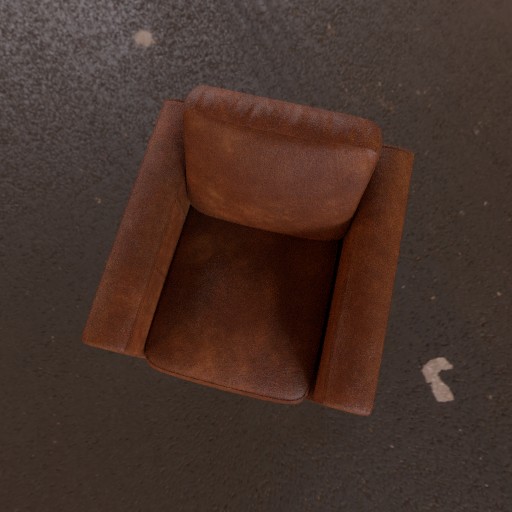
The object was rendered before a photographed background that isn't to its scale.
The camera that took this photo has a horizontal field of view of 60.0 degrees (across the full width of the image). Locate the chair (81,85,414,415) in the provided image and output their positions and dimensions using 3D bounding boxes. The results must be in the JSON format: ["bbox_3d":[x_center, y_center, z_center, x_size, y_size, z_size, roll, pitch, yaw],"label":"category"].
[{"bbox_3d":[0.000,0.000,1.697,1.005,0.873,1.016,13,74,4],"label":"chair"}]
